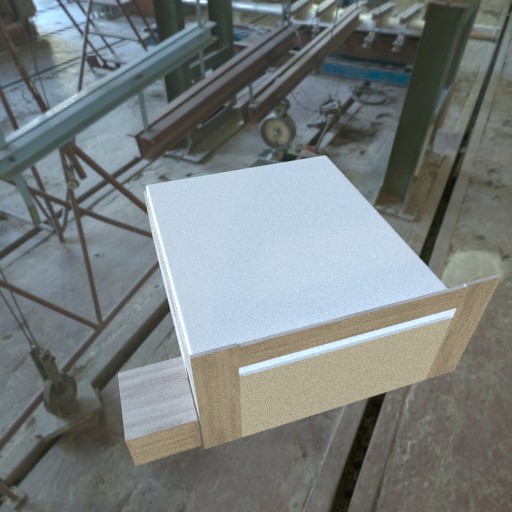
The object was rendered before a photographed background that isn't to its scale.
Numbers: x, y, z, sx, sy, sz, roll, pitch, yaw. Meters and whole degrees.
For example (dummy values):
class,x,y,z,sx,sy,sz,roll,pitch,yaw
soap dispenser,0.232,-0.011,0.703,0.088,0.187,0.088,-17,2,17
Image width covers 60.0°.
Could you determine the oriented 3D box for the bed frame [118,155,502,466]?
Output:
class,x,y,z,sx,sy,sz,roll,pitch,yaw
bed frame,0.000,0.000,3.101,2.040,0.860,2.050,-12,43,-14
